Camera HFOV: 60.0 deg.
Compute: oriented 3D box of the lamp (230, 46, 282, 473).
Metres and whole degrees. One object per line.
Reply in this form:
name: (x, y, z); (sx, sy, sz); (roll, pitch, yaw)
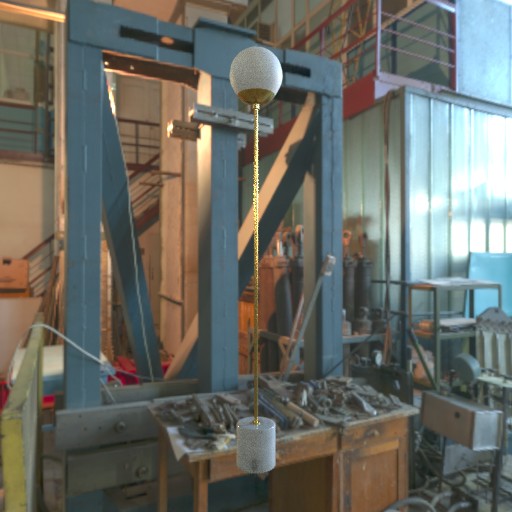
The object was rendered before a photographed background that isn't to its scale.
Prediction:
lamp: (0.000, 0.000, 1.871); (0.224, 1.753, 0.224); (0, -1, 19)
